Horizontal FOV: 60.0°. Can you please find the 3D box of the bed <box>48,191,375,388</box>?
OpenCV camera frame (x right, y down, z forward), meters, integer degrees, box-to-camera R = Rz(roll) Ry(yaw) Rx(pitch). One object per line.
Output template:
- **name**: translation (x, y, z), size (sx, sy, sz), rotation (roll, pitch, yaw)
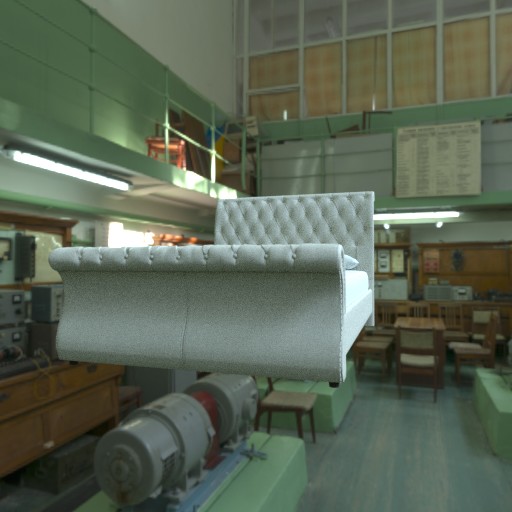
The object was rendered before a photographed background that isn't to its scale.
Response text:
- **bed**: translation (0.000, 0.000, 3.355), size (1.606, 1.268, 2.493), rotation (0, -1, 18)
